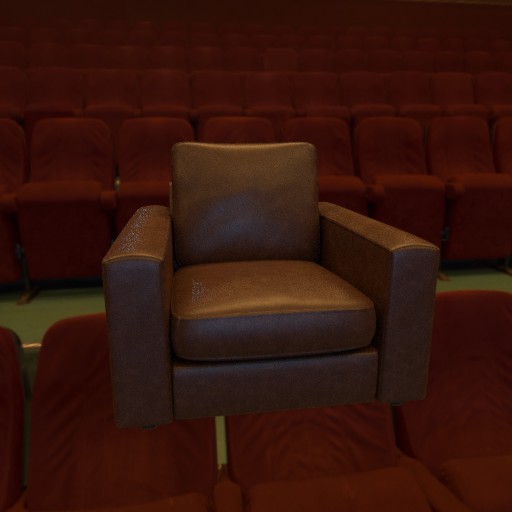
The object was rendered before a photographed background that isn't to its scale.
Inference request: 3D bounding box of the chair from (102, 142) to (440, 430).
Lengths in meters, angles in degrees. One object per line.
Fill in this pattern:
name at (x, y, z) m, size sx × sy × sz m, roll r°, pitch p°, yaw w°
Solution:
chair at (0.000, 0.000, 1.744) m, size 1.005 × 0.873 × 1.016 m, roll -2°, pitch 14°, yaw -9°
